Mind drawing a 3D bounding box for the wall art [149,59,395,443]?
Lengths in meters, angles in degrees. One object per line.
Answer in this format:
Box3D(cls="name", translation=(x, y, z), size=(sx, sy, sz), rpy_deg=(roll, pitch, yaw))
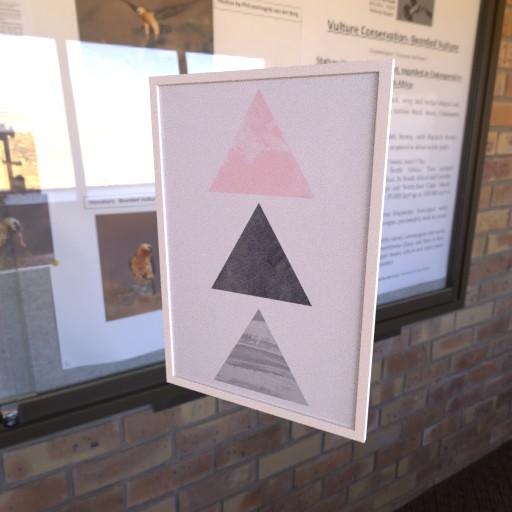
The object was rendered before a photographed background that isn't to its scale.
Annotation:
Box3D(cls="wall art", translation=(0.000, 0.000, 0.838), size=(0.456, 0.656, 0.013), rpy_deg=(8, 17, 26))
